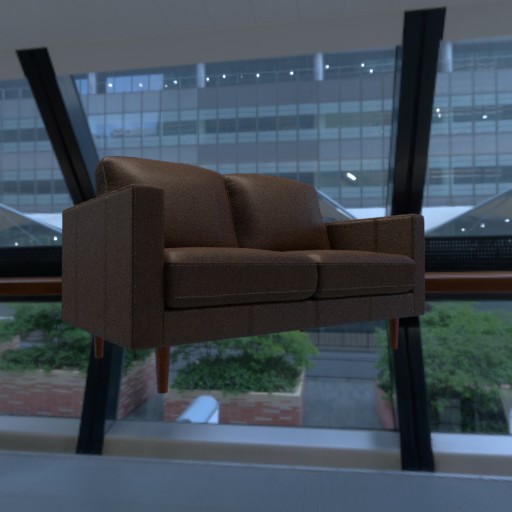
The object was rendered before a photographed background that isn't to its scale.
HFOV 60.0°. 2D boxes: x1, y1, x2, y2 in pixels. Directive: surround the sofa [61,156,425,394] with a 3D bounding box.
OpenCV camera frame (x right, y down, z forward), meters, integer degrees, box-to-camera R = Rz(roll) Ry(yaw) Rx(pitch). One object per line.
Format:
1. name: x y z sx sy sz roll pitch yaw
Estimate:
1. sofa: 0.000 0.000 2.165 1.578 0.951 0.909 1 -1 -37
